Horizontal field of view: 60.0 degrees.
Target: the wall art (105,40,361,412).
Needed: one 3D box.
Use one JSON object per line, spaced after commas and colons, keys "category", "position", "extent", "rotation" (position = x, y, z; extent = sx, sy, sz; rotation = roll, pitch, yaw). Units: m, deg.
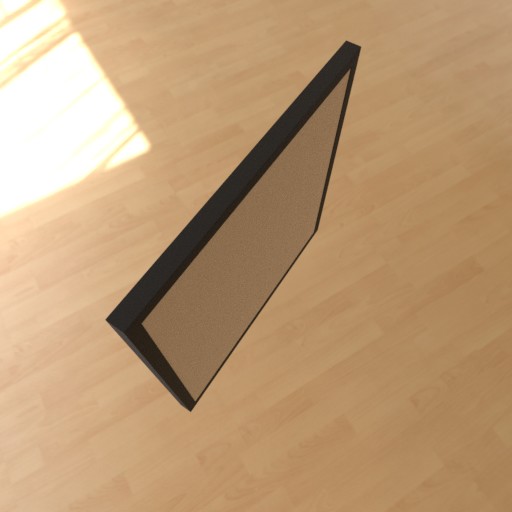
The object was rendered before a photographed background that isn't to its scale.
{"category": "wall art", "position": [0.000, 0.000, 0.458], "extent": [0.015, 0.304, 0.306], "rotation": [30, 66, 15]}
